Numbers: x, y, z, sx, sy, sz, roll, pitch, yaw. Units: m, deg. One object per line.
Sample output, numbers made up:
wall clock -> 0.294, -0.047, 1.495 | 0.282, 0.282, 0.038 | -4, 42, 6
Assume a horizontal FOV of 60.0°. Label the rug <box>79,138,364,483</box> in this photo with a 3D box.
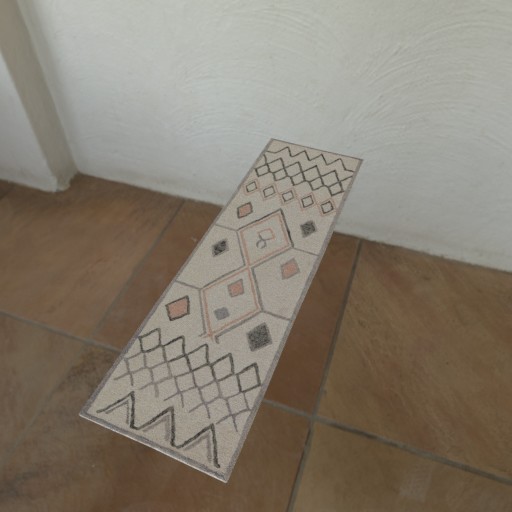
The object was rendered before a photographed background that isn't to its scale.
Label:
rug -> 0.000, 0.000, 2.685 | 0.750, 0.011, 2.435 | 17, 50, 15
